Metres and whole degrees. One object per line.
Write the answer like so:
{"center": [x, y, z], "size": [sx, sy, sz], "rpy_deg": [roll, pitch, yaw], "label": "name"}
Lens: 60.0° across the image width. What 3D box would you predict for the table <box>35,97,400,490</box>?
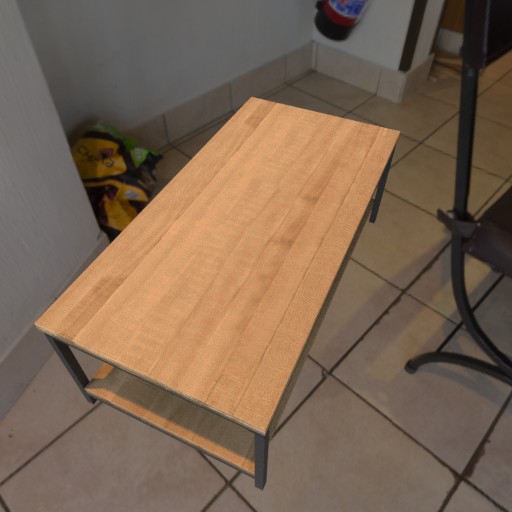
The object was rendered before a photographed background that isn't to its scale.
{"center": [0.000, 0.000, 1.368], "size": [0.551, 0.399, 1.100], "rpy_deg": [19, 50, 17], "label": "table"}
